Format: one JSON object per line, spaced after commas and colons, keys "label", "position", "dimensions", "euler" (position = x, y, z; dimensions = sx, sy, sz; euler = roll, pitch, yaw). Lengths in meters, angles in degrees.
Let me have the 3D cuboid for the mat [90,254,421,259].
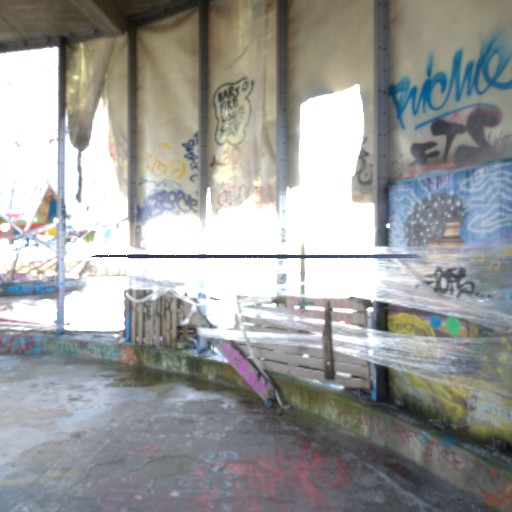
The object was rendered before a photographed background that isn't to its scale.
{"label": "mat", "position": [0.000, 0.000, 1.881], "dimensions": [1.525, 0.016, 0.917], "euler": [0, 0, -1]}
